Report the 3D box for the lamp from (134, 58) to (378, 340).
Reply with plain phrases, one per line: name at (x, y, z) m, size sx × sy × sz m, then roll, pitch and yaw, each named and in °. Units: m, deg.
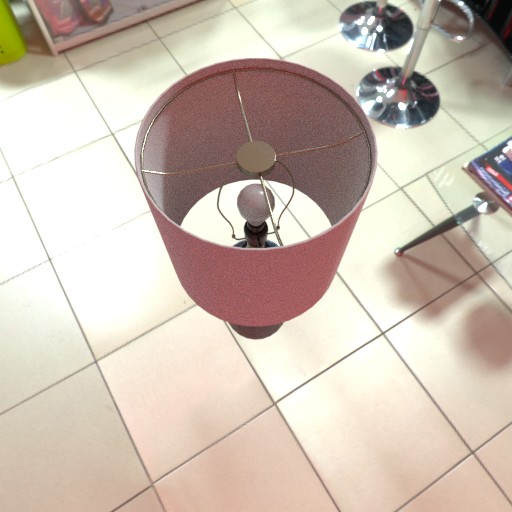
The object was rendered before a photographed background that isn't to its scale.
lamp at (0.000, 0.000, 0.617) m, size 0.220 × 0.475 × 0.220 m, roll 1°, pitch 64°, yaw 1°
